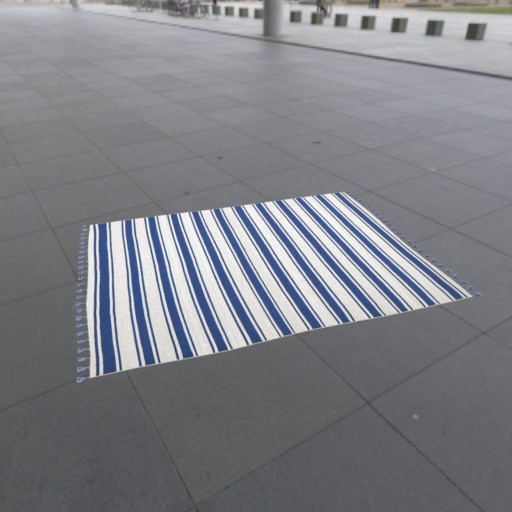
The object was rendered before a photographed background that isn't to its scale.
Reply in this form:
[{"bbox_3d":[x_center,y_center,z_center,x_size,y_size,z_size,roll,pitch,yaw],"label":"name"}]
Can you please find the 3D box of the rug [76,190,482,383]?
[{"bbox_3d":[0.000,0.000,4.464,3.416,0.016,2.471,-9,32,-15],"label":"rug"}]
